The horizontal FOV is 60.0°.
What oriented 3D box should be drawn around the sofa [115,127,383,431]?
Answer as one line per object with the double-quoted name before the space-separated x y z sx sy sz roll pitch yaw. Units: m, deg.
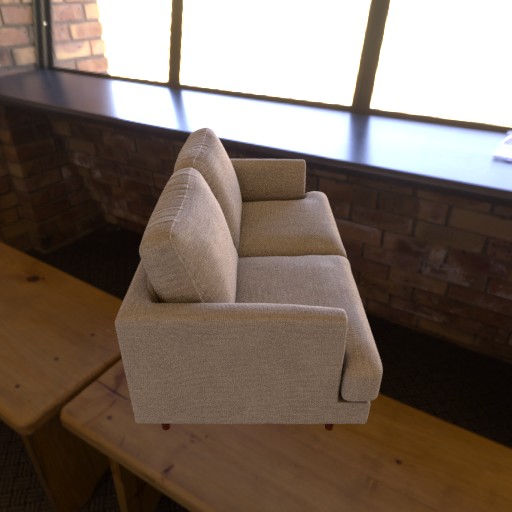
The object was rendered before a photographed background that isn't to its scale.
"sofa" 0.000 0.000 2.179 0.903 0.944 1.582 0 31 0
